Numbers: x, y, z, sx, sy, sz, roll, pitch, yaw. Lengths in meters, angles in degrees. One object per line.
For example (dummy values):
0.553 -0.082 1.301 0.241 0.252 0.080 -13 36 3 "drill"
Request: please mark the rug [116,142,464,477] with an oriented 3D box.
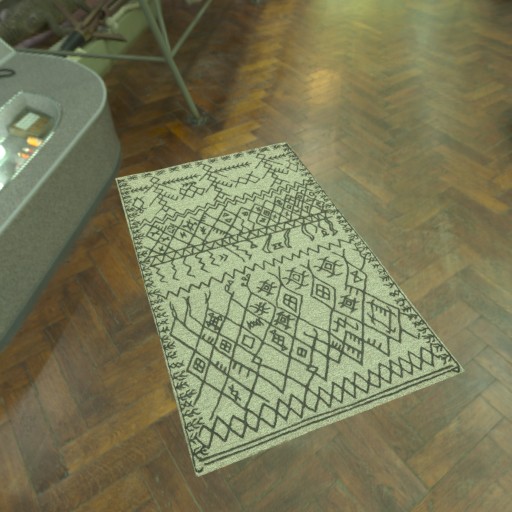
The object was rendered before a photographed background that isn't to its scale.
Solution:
0.000 0.000 4.742 2.393 0.019 3.824 -16 49 -14 "rug"
